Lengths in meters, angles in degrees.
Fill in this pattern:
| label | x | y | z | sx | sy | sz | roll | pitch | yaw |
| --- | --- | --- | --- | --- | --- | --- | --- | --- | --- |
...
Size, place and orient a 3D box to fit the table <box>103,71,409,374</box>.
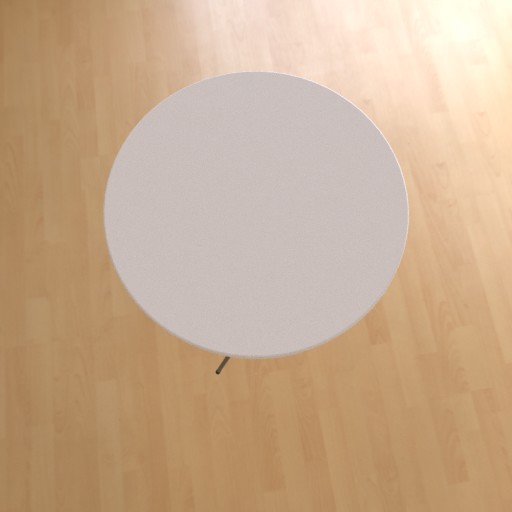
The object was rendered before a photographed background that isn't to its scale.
| label | x | y | z | sx | sy | sz | roll | pitch | yaw |
| --- | --- | --- | --- | --- | --- | --- | --- | --- | --- |
| table | 0.000 | 0.000 | 1.679 | 0.795 | 1.105 | 0.792 | -33 | 78 | -8 |
